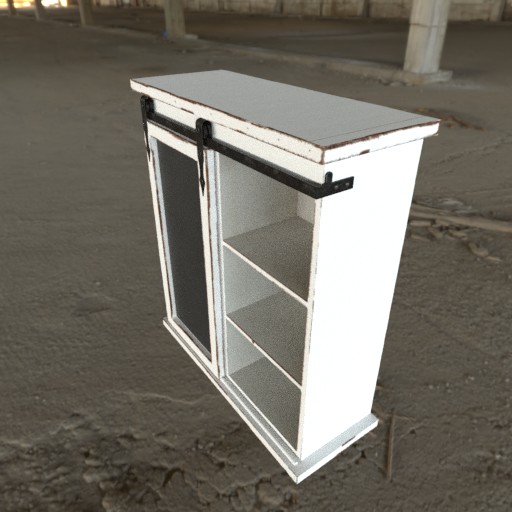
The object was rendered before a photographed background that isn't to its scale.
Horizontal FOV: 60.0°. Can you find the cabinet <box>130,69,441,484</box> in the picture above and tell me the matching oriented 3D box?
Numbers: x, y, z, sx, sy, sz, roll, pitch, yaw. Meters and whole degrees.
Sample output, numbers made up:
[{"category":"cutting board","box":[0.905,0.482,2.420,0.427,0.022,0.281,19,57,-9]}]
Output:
[{"category":"cabinet","box":[0.000,0.000,0.869,0.210,0.603,0.541,-20,36,-30]}]
